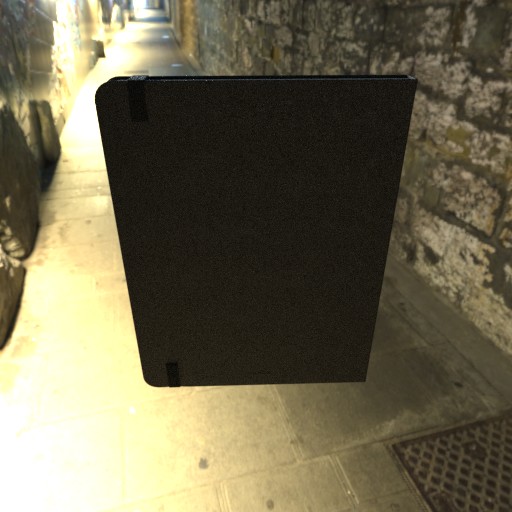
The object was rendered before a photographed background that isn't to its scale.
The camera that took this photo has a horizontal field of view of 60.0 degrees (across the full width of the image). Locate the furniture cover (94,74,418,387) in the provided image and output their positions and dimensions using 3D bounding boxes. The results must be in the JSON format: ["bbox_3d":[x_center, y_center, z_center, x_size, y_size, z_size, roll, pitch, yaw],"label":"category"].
[{"bbox_3d":[0.000,0.000,0.371,0.216,0.281,0.023,-1,30,-2],"label":"furniture cover"}]
